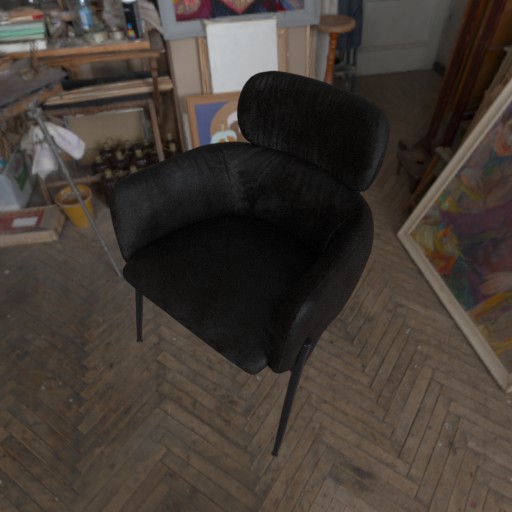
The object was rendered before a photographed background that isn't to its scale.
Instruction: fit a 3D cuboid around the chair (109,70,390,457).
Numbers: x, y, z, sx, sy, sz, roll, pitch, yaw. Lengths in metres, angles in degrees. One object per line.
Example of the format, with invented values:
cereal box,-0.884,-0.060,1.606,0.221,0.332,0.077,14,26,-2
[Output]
chair,0.000,0.000,1.274,0.640,0.818,0.604,31,53,26
